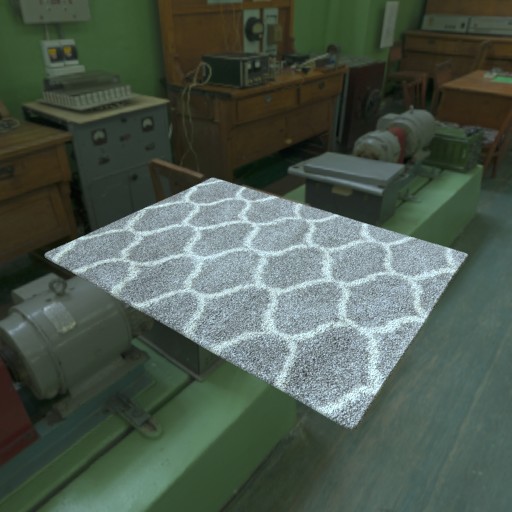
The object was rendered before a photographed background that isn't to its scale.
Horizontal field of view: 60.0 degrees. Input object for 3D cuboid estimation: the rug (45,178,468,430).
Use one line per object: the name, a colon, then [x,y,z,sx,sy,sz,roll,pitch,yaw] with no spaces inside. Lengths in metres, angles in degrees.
rug: [0.000,0.000,2.080,1.600,0.025,1.200,21,38,31]
